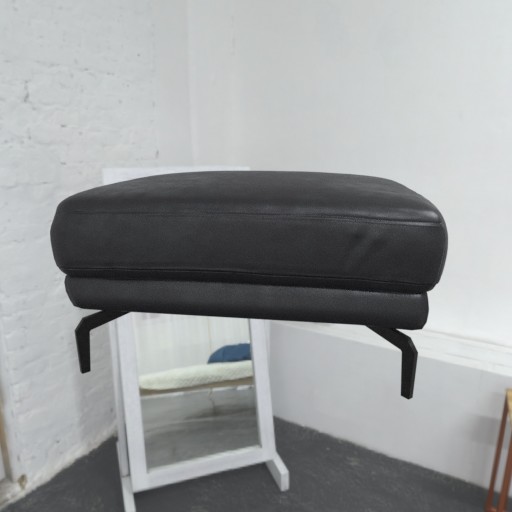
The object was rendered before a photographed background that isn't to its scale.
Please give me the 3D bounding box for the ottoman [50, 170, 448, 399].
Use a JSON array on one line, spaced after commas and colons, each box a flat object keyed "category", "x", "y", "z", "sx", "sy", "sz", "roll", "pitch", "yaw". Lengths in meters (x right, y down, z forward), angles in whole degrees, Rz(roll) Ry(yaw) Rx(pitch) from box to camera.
[{"category": "ottoman", "x": 0.000, "y": 0.000, "z": 1.088, "sx": 0.764, "sy": 0.402, "sz": 0.570, "roll": 2, "pitch": 15, "yaw": 8}]
